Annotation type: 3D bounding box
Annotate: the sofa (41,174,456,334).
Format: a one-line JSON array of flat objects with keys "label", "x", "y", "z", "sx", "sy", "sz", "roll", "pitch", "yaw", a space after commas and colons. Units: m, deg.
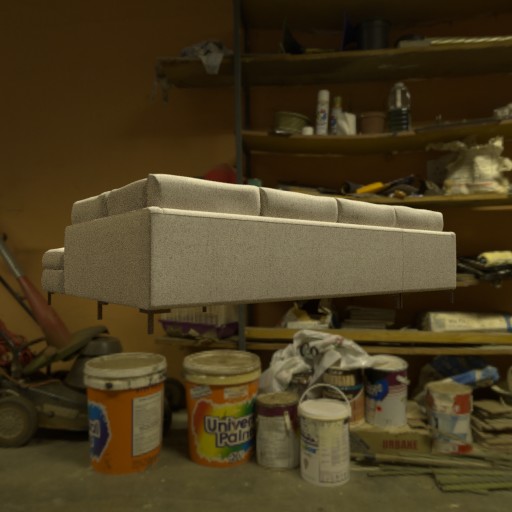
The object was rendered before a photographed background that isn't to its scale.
[{"label": "sofa", "x": 0.000, "y": 0.000, "z": 3.513, "sx": 2.737, "sy": 0.756, "sz": 1.879, "roll": 1, "pitch": -1, "yaw": -38}]
